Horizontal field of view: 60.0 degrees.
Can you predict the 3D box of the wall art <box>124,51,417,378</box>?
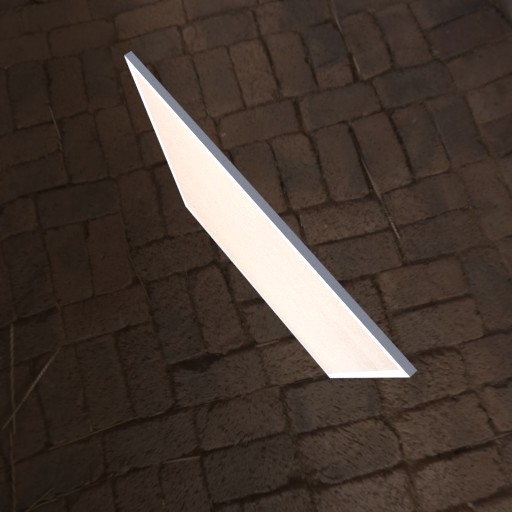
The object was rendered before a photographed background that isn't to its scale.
[{"bbox_3d":[0.000,0.000,0.826,0.012,0.557,0.557,-39,78,-10],"label":"wall art"}]
